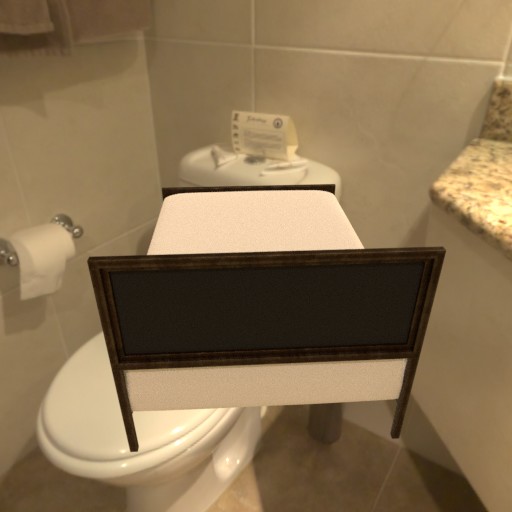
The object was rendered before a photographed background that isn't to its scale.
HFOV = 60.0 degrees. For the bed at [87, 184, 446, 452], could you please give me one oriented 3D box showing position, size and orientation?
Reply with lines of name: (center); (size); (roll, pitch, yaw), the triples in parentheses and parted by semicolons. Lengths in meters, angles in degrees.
bed: (0.000, 0.000, 3.262); (1.607, 1.313, 2.221); (-2, 31, -3)
